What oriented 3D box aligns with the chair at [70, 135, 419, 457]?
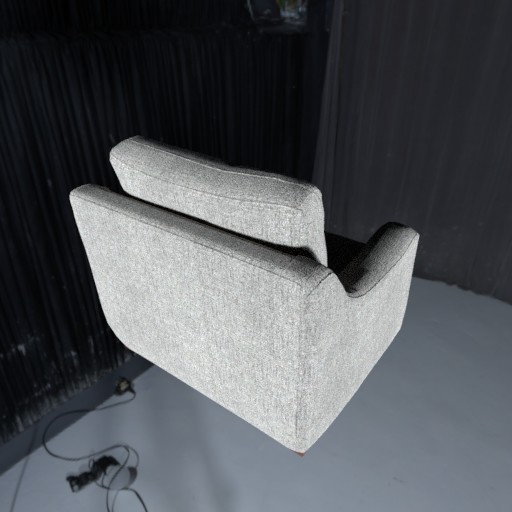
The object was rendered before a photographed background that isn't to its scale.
[{"bbox_3d":[0.000,0.000,1.960,1.138,1.037,1.009,20,36,31],"label":"chair"}]
